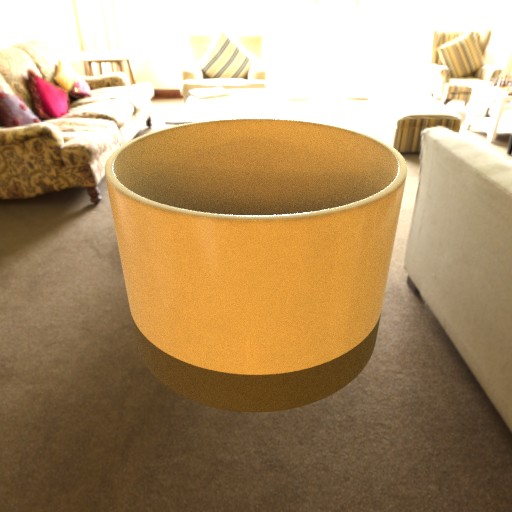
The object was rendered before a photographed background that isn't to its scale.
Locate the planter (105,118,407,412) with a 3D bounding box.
[{"bbox_3d":[0.000,0.000,0.222,0.128,0.105,0.128,0,31,0],"label":"planter"}]
